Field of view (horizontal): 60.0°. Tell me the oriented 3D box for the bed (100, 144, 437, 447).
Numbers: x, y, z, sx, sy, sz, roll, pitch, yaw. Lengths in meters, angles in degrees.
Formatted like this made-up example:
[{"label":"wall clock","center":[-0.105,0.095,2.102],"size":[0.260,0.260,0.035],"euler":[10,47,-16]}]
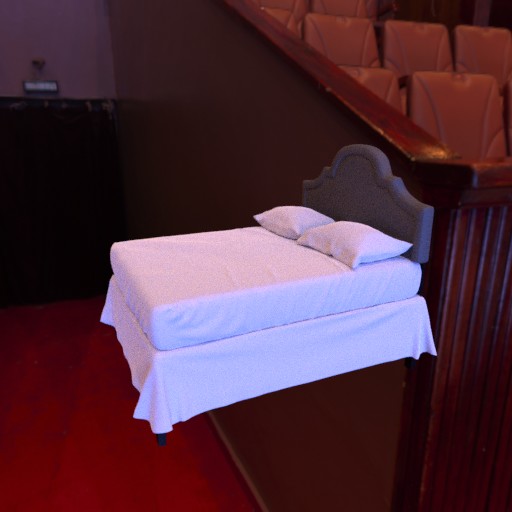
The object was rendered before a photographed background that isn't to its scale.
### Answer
[{"label":"bed","center":[0.000,0.000,3.413],"size":[2.222,1.634,1.780],"euler":[-8,18,-25]}]
